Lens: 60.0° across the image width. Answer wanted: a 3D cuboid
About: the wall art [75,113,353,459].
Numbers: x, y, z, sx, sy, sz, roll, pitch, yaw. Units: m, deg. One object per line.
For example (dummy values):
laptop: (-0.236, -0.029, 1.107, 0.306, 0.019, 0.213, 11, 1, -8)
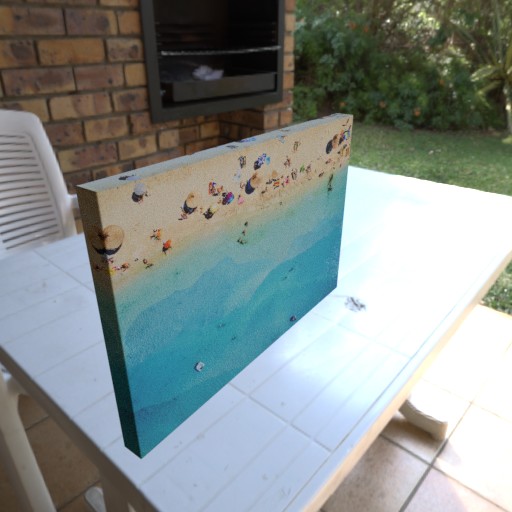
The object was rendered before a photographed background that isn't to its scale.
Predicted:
wall art: (0.000, 0.000, 1.146, 0.057, 0.595, 0.894, 19, 32, 32)
